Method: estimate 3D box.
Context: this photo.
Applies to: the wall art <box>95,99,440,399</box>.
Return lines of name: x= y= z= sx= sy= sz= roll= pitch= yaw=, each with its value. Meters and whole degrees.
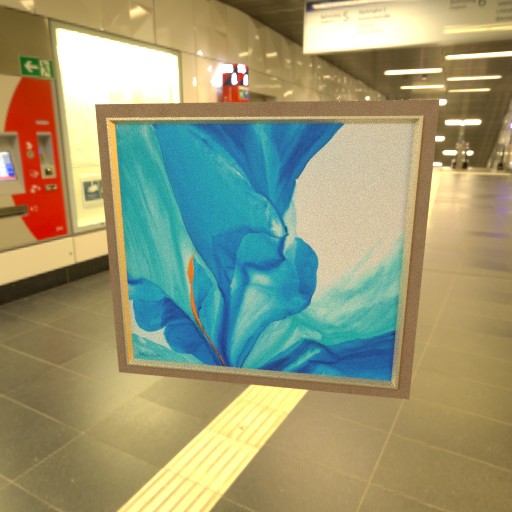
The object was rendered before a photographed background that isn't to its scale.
wall art: x=0.000 y=0.000 z=1.620 sx=1.168 sy=1.067 sz=0.025 roll=3 pitch=15 yaw=9
